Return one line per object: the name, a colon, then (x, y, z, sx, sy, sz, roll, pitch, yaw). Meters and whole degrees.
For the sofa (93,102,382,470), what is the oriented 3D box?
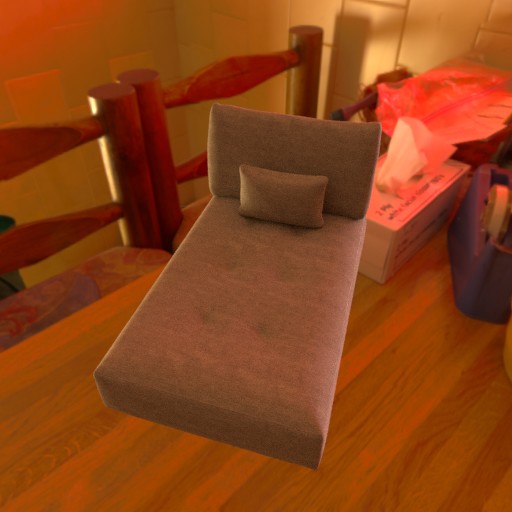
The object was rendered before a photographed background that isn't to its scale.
sofa: (0.000, 0.000, 2.037, 0.930, 0.820, 1.450, 11, 42, 13)
